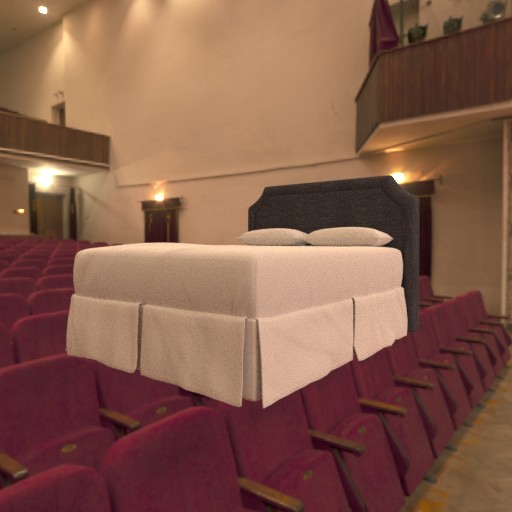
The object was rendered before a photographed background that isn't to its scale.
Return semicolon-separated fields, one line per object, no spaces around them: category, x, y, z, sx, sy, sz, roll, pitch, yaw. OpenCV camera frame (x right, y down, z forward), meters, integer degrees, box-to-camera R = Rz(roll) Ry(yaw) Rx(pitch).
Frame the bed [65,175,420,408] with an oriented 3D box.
bed;0.000;0.000;3.207;1.693;1.290;2.116;1;2;37
